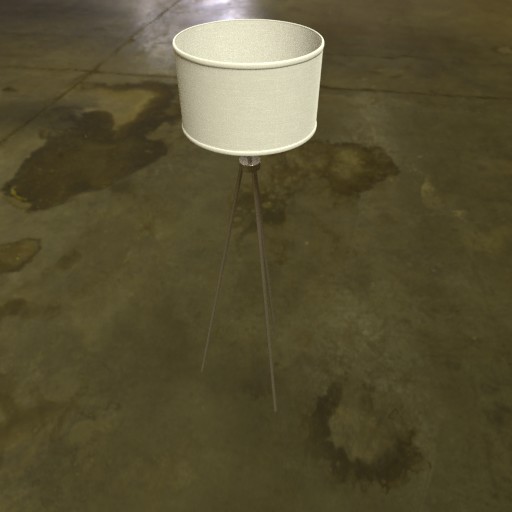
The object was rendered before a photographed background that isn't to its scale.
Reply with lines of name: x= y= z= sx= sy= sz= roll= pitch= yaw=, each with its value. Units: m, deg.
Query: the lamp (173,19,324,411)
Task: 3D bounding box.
lamp: x=0.000 y=0.000 z=1.700 sx=0.448 sy=1.545 sz=0.458 roll=-25 pitch=47 yaw=-25
